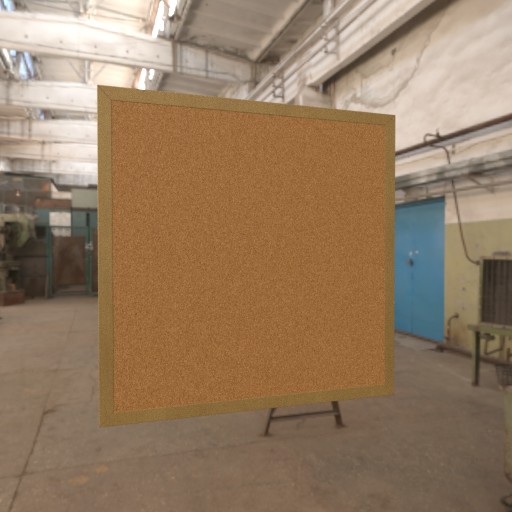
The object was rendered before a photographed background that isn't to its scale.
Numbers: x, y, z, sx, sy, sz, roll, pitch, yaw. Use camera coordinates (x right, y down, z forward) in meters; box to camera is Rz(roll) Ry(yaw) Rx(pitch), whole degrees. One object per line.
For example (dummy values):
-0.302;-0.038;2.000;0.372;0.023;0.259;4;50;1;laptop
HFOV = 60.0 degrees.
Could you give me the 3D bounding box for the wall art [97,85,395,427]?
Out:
0.000;0.000;0.456;0.305;0.305;0.038;0;1;-17;wall art
